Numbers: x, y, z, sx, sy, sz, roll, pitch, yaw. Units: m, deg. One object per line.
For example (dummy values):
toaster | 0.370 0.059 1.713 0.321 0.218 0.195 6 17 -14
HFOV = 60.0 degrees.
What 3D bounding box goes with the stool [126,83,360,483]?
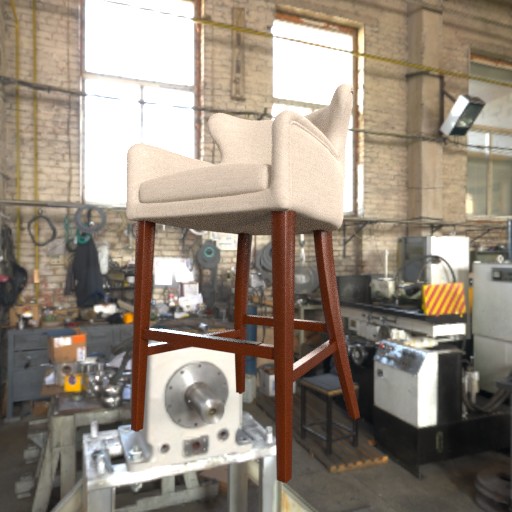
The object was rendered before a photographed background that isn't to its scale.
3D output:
stool | 0.000 0.000 1.363 0.556 1.034 0.563 0 0 35
